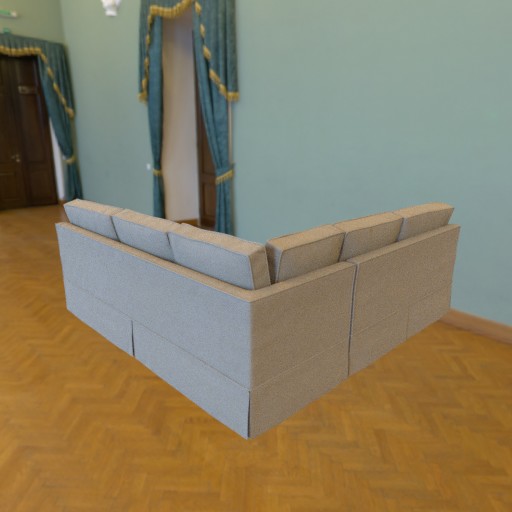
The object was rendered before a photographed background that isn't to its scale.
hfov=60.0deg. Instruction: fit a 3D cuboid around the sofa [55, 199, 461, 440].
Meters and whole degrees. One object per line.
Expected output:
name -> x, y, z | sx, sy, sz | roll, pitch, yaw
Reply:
sofa -> 0.000, 0.000, 4.244 | 2.730, 1.124, 2.733 | -15, 22, -42
